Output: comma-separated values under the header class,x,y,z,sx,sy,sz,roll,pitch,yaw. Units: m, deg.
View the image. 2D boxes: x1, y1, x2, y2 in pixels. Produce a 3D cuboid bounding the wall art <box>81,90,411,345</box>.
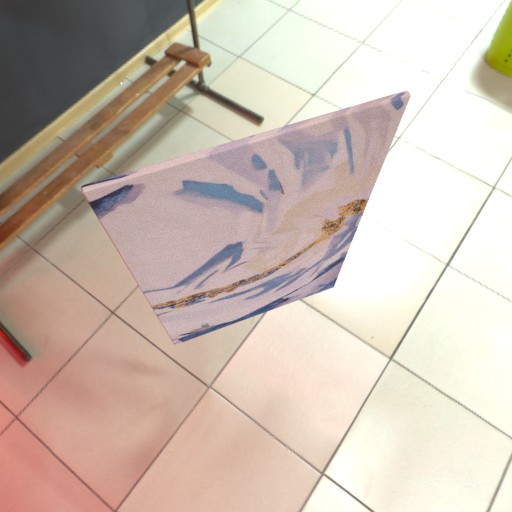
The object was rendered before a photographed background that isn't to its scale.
class,x,y,z,sx,sy,sz,roll,pitch,yaw
wall art,0.000,0.000,1.177,0.610,0.914,0.016,-19,65,-9
